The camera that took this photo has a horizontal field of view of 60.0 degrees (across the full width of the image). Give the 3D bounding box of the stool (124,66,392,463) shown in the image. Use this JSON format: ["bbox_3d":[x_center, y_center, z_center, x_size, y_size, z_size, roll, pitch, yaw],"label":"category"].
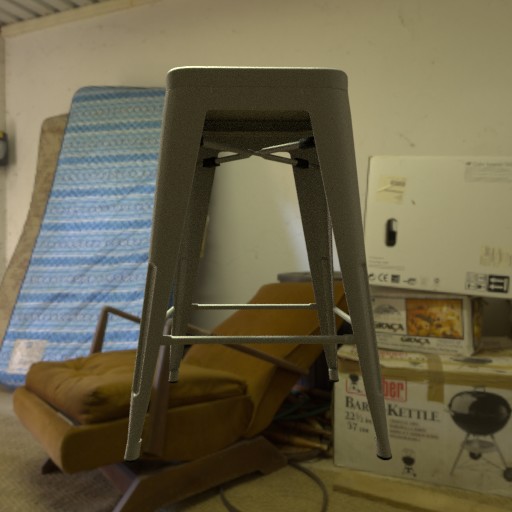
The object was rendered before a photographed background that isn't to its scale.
[{"bbox_3d":[0.000,0.000,0.858,0.406,0.610,0.406,0,1,-1],"label":"stool"}]
